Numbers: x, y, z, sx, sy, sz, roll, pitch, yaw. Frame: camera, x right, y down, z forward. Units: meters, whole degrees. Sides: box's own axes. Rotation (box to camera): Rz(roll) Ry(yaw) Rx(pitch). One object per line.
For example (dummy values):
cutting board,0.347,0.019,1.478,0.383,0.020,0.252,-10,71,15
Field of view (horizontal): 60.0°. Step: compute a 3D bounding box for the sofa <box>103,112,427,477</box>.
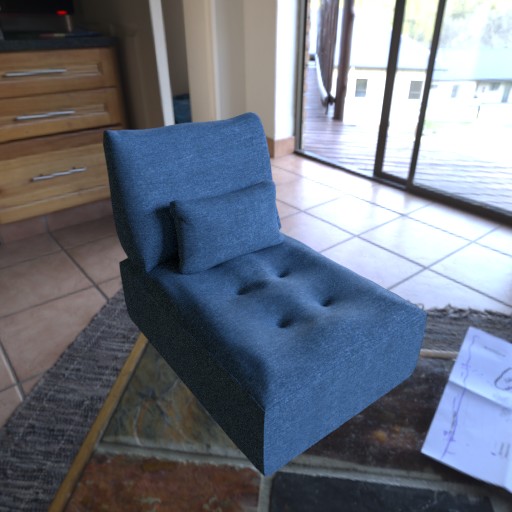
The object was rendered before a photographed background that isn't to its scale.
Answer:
sofa,0.000,0.000,1.596,0.700,0.820,1.000,-20,35,-32
